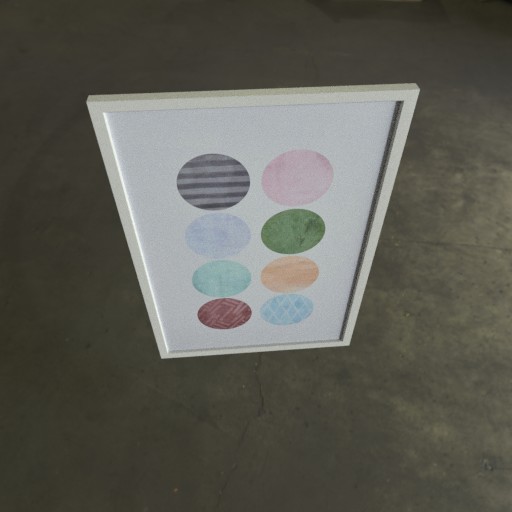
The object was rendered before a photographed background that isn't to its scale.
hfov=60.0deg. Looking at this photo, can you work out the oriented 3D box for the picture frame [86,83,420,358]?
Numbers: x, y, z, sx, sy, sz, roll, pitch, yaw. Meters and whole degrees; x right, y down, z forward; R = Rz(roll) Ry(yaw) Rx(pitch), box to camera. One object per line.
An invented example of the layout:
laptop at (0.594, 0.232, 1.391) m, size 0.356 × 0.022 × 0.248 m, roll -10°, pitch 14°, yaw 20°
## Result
picture frame at (0.000, 0.000, 0.564) m, size 0.305 × 0.434 × 0.013 m, roll -3°, pitch 46°, yaw -3°
